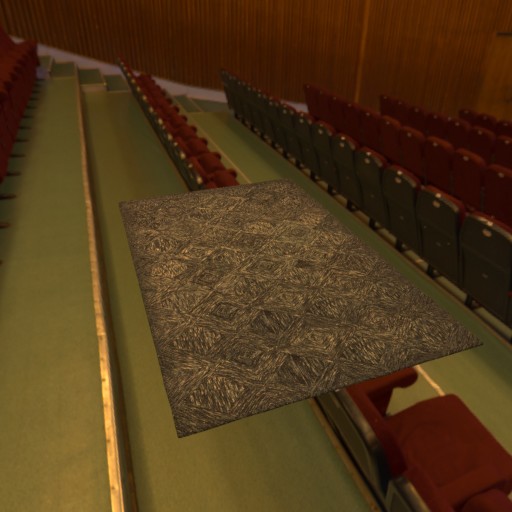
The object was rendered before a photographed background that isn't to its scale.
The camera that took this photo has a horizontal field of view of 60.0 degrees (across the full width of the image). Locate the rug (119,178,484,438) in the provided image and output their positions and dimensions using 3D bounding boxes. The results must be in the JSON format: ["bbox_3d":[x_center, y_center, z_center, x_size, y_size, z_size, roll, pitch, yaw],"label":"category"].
[{"bbox_3d":[0.000,0.000,2.159,1.139,0.010,1.754,-11,33,-17],"label":"rug"}]
